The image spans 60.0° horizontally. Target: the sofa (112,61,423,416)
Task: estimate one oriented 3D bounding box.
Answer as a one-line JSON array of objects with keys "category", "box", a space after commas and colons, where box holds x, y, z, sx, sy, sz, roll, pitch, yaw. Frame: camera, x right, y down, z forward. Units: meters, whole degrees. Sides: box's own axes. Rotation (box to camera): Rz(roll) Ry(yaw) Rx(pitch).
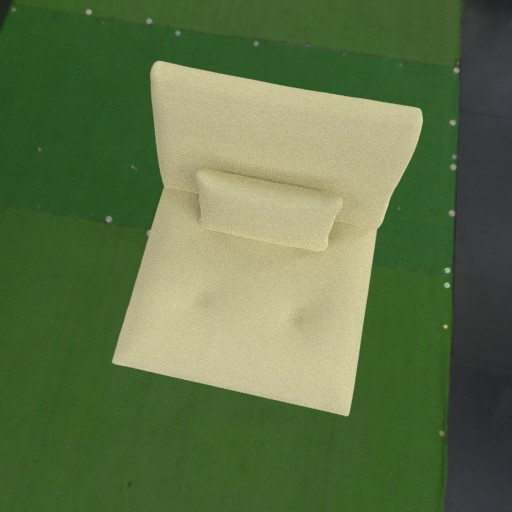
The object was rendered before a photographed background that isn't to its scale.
[{"category": "sofa", "box": [0.000, 0.000, 1.688, 0.930, 0.820, 1.000, 12, 74, 3]}]
